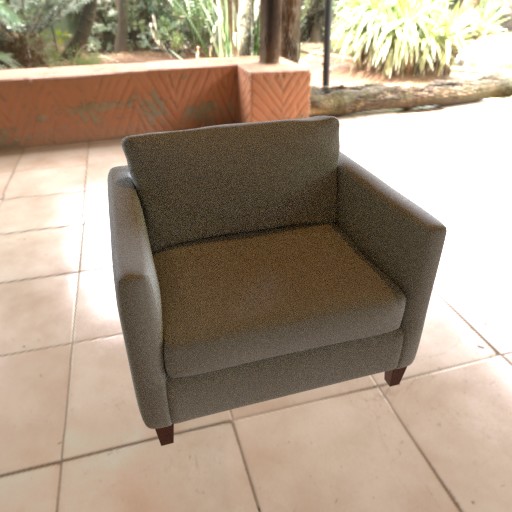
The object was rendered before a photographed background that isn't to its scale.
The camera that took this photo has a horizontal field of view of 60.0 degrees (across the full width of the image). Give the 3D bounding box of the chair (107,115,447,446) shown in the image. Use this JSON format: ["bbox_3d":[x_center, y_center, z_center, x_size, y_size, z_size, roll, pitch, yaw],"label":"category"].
[{"bbox_3d":[0.000,0.000,1.843,1.107,0.961,0.953,-9,33,-14],"label":"chair"}]
